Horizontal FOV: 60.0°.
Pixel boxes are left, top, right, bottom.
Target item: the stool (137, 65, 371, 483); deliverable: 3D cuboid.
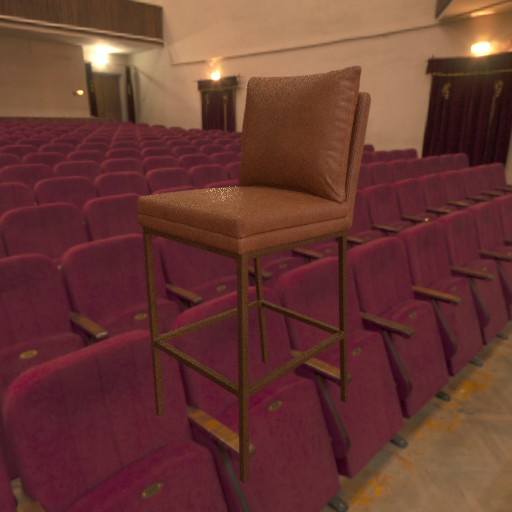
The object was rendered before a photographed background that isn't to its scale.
[{"bbox_3d":[0.000,0.000,1.419,0.463,1.124,0.571,16,23,43],"label":"stool"}]
